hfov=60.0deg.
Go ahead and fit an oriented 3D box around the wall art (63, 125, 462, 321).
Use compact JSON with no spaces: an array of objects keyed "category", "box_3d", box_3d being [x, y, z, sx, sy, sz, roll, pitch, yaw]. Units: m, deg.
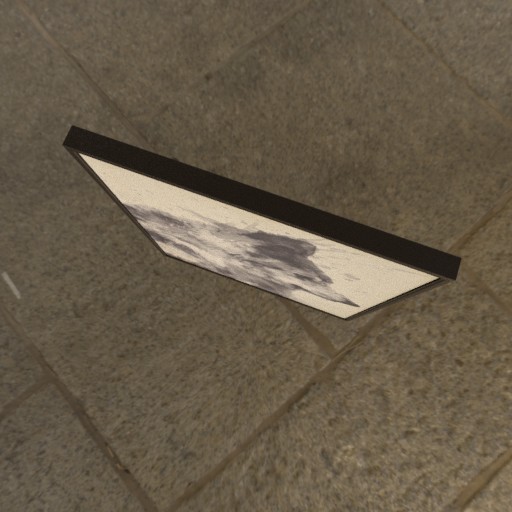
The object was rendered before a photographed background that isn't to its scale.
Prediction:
[{"category":"wall art","box_3d":[0.000,0.000,0.749,0.451,0.551,0.028,19,78,4]}]
